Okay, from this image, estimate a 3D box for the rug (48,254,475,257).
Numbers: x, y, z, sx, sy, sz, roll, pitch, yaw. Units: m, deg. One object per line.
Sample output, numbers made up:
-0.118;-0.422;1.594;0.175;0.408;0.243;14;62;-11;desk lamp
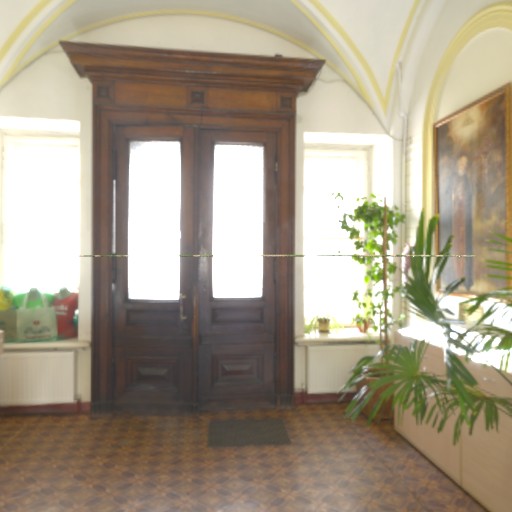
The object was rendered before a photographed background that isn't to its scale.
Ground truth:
0.000;0.000;2.270;1.826;0.006;1.220;0;0;37;rug
